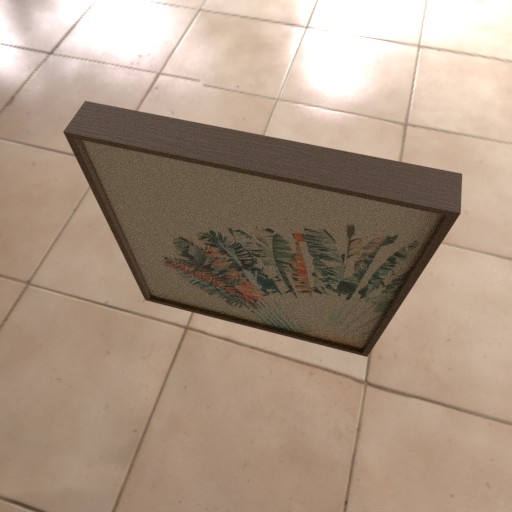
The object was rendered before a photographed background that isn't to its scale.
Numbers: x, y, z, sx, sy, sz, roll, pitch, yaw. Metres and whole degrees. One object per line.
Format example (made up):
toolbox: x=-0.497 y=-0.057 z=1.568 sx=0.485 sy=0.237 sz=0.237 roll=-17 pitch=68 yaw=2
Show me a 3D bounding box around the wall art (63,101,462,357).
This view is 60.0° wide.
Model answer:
wall art: x=0.000 y=0.000 z=0.467 sx=0.304 sy=0.303 sz=0.038 roll=13 pitch=59 yaw=8
